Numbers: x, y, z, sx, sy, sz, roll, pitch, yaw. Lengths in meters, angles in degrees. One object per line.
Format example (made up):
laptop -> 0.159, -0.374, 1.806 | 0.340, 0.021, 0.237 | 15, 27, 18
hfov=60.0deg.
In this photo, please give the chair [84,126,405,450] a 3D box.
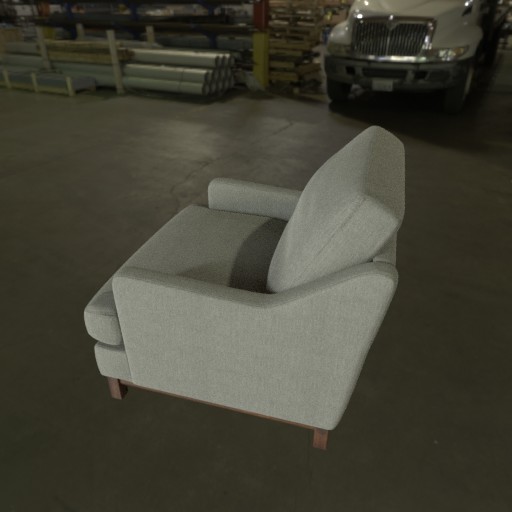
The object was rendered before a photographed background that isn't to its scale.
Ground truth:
chair -> 0.000, 0.000, 1.537 | 0.892, 0.821, 0.826 | 8, 32, 14
